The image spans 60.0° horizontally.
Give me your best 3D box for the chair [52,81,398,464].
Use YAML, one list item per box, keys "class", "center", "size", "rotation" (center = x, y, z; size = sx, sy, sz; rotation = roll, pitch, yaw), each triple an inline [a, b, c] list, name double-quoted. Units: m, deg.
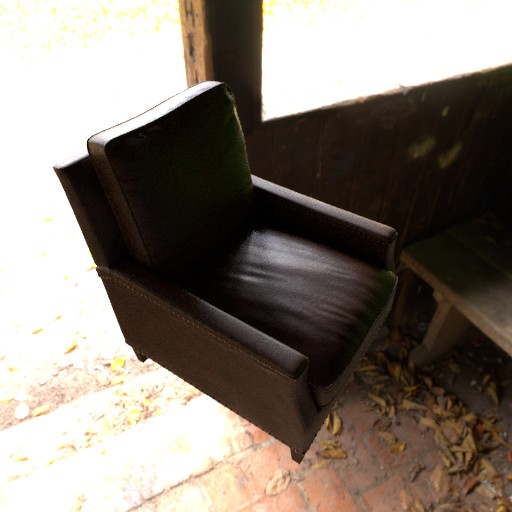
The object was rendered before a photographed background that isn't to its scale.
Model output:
- class: "chair"
  center: [0.000, 0.000, 1.767]
  size: [1.035, 1.054, 0.854]
  rotation: [24, 47, 25]
